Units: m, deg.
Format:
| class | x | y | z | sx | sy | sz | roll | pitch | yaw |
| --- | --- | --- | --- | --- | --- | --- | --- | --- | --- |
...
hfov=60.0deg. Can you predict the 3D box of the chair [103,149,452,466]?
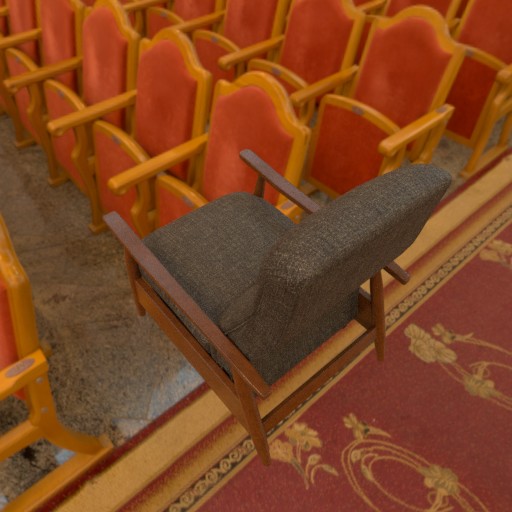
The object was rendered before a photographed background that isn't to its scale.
| class | x | y | z | sx | sy | sz | roll | pitch | yaw |
| --- | --- | --- | --- | --- | --- | --- | --- | --- | --- |
| chair | 0.000 | 0.000 | 1.736 | 0.762 | 1.082 | 1.014 | -32 | 54 | -27 |
